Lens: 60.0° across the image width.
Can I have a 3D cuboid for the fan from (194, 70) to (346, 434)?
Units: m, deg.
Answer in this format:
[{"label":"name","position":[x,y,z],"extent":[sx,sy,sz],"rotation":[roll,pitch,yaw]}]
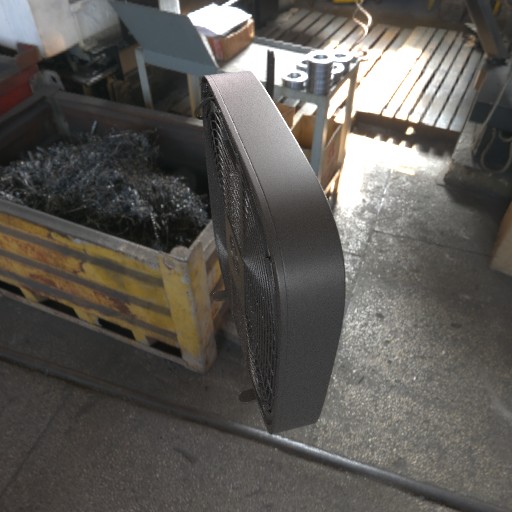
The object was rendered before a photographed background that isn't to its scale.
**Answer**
[{"label":"fan","position":[0.000,0.000,0.799],"extent":[0.142,0.533,0.526],"rotation":[-11,47,-10]}]
